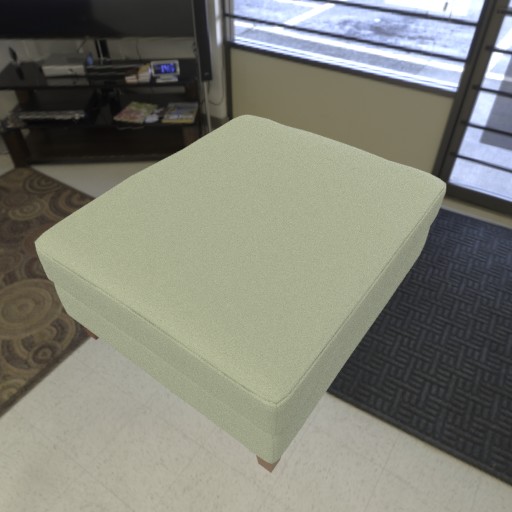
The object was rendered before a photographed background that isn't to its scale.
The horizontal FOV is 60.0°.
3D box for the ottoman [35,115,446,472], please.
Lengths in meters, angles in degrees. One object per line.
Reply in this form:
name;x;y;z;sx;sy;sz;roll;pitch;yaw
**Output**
ottoman;0.000;0.000;1.443;0.842;0.494;0.991;27;49;26
